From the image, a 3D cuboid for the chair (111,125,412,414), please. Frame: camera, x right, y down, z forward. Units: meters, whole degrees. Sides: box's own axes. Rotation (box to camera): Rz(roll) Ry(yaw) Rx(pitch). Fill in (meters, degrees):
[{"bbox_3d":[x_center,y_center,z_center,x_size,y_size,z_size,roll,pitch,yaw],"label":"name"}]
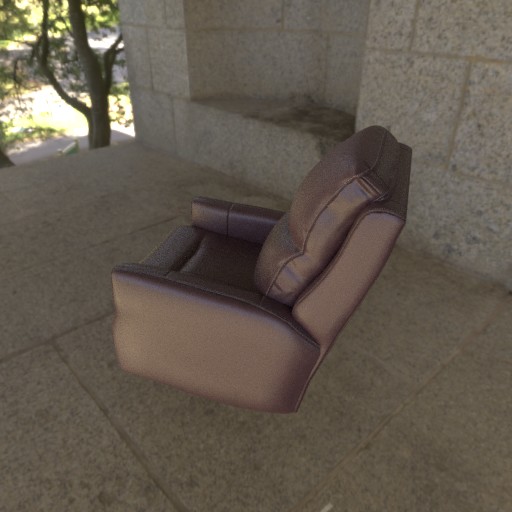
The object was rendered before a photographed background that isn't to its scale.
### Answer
[{"bbox_3d":[0.000,0.000,1.820,1.080,1.030,0.829,10,32,16],"label":"chair"}]
